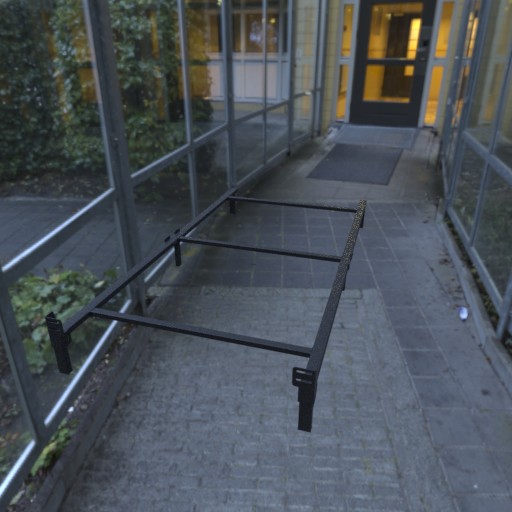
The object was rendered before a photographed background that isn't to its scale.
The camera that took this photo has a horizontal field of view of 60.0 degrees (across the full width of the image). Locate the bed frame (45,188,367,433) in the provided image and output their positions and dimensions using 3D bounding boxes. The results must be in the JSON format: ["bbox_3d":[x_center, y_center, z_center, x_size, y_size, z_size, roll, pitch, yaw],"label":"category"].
[{"bbox_3d":[0.000,0.000,2.296,0.968,0.248,1.897,8,26,16],"label":"bed frame"}]
